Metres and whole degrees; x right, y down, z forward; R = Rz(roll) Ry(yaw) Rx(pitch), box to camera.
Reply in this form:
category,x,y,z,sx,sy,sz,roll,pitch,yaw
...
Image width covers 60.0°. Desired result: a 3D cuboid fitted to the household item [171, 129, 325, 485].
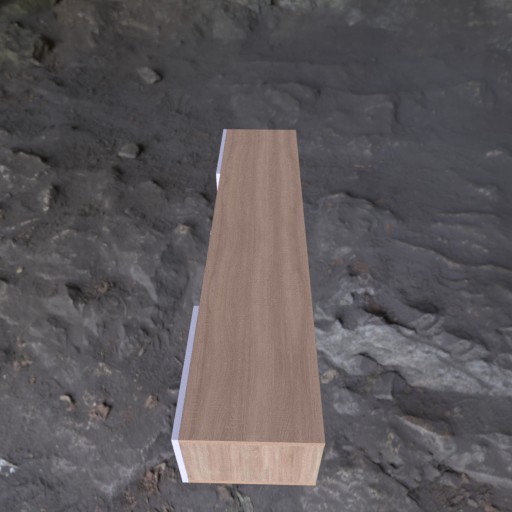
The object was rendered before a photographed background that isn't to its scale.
category,x,y,z,sx,sy,sz,roll,pitch,yaw
household item,0.000,0.000,1.995,0.420,0.310,1.850,1,42,1
